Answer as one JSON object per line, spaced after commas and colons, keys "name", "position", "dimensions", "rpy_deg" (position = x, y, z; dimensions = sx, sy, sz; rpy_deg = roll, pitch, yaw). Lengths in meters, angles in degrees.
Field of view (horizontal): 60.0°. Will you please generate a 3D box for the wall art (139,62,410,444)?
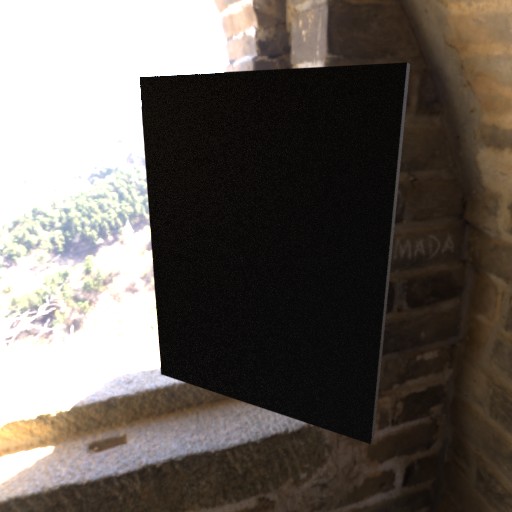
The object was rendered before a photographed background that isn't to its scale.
{"name": "wall art", "position": [0.000, 0.000, 1.374], "dimensions": [0.806, 1.062, 0.038], "rpy_deg": [9, 20, 27]}
